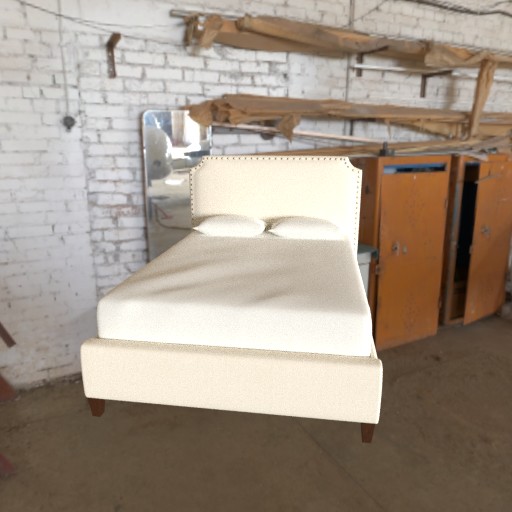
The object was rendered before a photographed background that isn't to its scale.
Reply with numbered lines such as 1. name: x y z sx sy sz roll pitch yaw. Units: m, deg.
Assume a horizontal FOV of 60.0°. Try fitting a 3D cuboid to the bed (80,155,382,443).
1. bed: 0.000 0.000 3.446 1.712 1.443 2.365 2 15 8
